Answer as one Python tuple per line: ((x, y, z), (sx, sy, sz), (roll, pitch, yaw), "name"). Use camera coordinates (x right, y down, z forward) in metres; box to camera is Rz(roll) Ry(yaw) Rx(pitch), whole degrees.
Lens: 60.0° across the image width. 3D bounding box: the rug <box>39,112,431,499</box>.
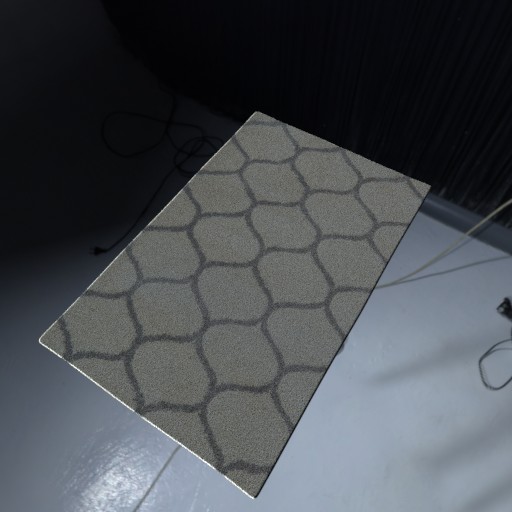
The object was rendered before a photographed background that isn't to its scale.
((0.000, 0.000, 2.877), (1.501, 0.024, 2.348), (29, 62, 17), "rug")
